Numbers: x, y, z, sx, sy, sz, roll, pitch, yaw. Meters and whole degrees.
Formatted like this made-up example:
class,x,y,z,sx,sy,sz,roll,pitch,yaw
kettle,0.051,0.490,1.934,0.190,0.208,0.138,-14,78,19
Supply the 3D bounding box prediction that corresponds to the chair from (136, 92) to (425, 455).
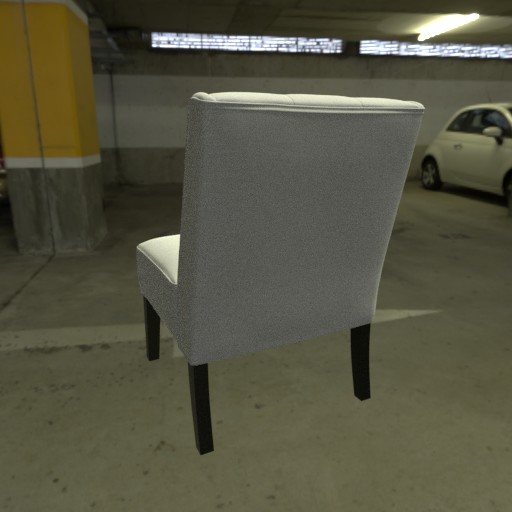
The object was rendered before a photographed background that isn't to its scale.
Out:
class,x,y,z,sx,sy,sz,roll,pitch,yaw
chair,0.000,0.000,1.302,0.569,0.853,0.676,-8,17,-26
